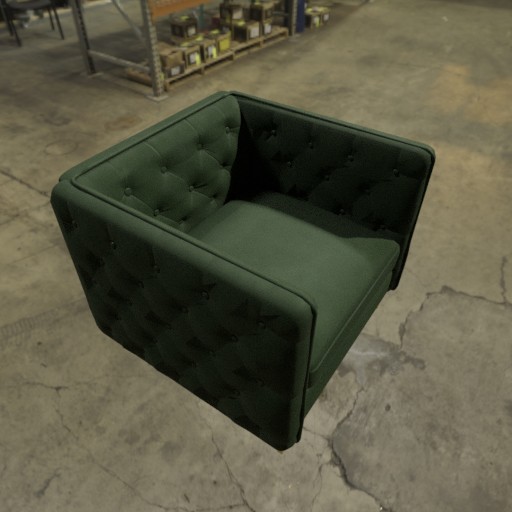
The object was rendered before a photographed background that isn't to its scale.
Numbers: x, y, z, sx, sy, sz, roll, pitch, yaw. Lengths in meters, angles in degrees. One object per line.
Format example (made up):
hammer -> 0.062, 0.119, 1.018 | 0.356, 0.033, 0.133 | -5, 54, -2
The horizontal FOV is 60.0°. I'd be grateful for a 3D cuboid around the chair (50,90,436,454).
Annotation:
chair -> 0.000, 0.000, 1.567 | 0.855, 0.768, 0.917 | 25, 48, 25
